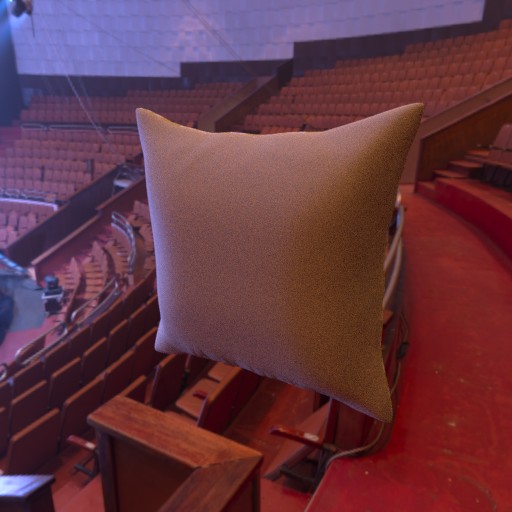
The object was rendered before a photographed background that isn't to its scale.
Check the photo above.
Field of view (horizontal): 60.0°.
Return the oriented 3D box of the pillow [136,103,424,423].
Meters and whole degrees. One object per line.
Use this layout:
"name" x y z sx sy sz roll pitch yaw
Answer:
"pillow" 0.000 0.000 0.766 0.504 0.494 0.188 9 19 28
